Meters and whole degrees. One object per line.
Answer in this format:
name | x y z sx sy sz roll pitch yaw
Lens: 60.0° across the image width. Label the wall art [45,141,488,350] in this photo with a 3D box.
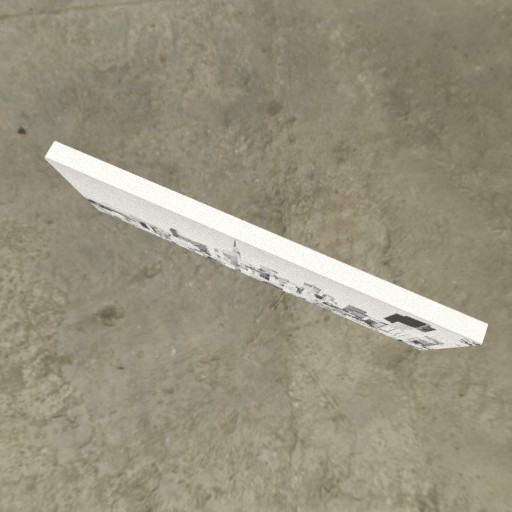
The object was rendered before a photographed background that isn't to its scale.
wall art | 0.000 0.000 0.839 0.766 0.256 0.036 23 77 6
